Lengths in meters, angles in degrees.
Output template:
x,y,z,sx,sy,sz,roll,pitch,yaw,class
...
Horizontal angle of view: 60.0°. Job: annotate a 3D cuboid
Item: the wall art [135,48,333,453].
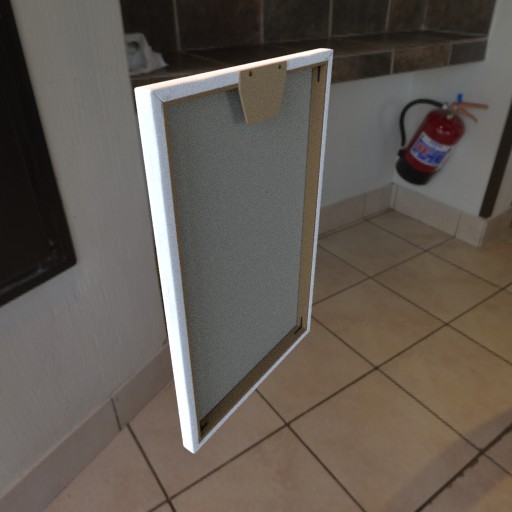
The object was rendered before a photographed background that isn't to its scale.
x,y,z,sx,sy,sz,roll,pitch,yaw,class
0.000,0.000,1.141,0.048,0.916,0.602,21,38,30,wall art
